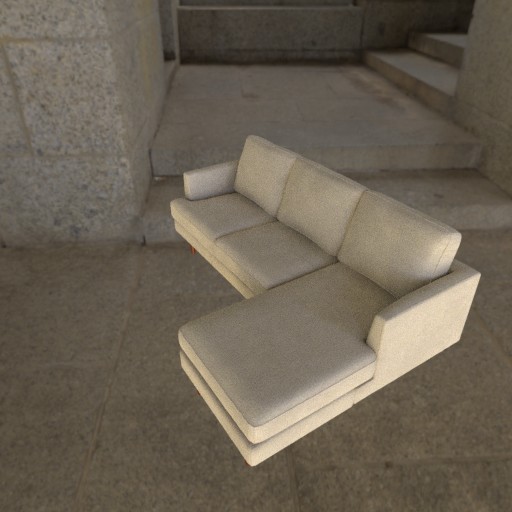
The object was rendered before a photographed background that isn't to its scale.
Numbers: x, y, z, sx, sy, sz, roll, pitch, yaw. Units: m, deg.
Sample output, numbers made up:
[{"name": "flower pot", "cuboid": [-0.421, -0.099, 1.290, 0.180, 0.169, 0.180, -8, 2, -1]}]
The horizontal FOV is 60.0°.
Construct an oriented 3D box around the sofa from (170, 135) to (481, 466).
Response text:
[{"name": "sofa", "cuboid": [0.000, 0.000, 2.972, 1.504, 0.956, 2.233, -19, 37, -27]}]
